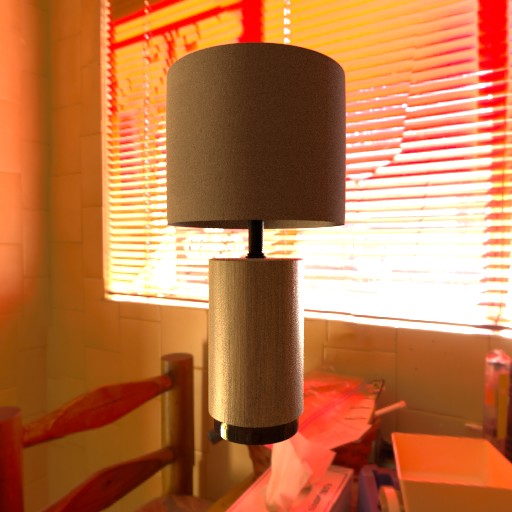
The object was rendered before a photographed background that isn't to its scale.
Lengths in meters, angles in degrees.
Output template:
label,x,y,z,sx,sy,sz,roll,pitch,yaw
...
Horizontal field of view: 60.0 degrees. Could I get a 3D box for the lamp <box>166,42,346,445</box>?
label,x,y,z,sx,sy,sz,roll,pitch,yaw
lamp,0.000,0.000,0.573,0.228,0.444,0.228,0,1,1
